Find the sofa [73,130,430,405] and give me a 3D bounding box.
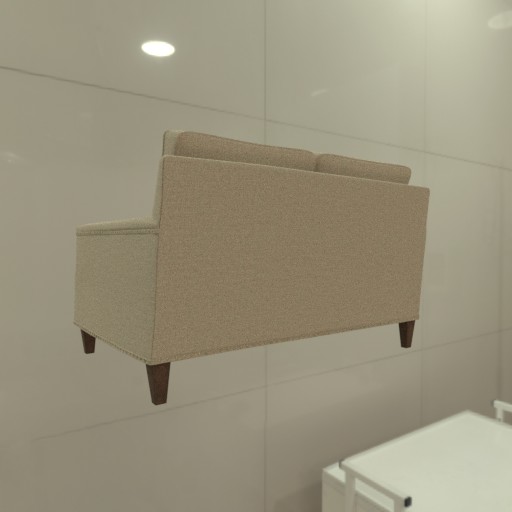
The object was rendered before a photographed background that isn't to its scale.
[{"bbox_3d":[0.000,0.000,2.321,1.597,1.003,1.084,-1,2,-36],"label":"sofa"}]
